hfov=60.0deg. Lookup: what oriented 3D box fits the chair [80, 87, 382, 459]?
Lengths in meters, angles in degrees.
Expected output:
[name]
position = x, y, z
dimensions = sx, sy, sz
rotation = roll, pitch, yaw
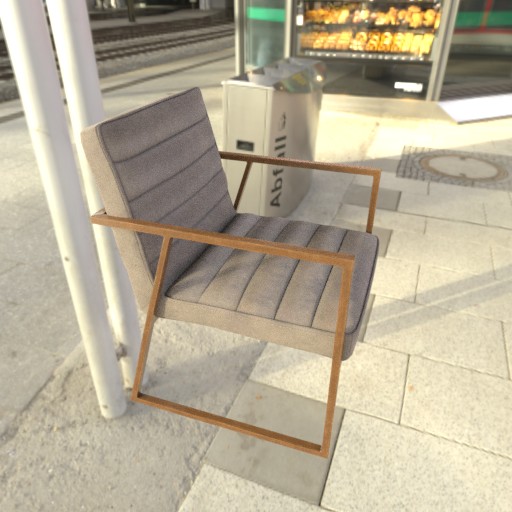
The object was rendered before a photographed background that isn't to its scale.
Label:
[chair]
position = 0.000, 0.000, 1.311
dimensions = 0.682, 0.843, 0.578
rotation = 10, 32, 17
